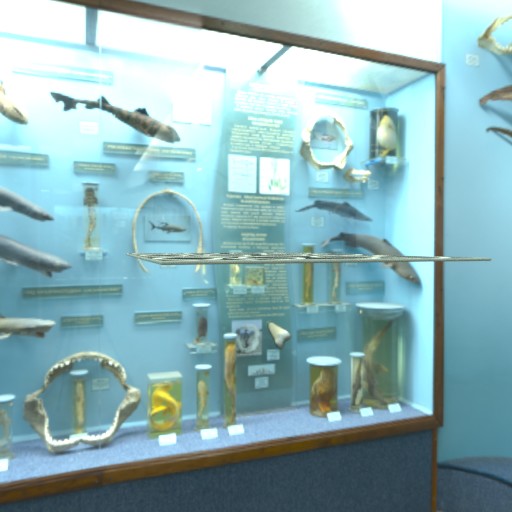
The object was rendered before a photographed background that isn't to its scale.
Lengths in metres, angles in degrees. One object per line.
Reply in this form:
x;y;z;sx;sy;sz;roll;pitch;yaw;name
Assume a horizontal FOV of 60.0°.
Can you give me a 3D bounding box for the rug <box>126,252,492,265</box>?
0.000;0.000;2.885;1.526;0.014;2.290;0;1;-19;rug
